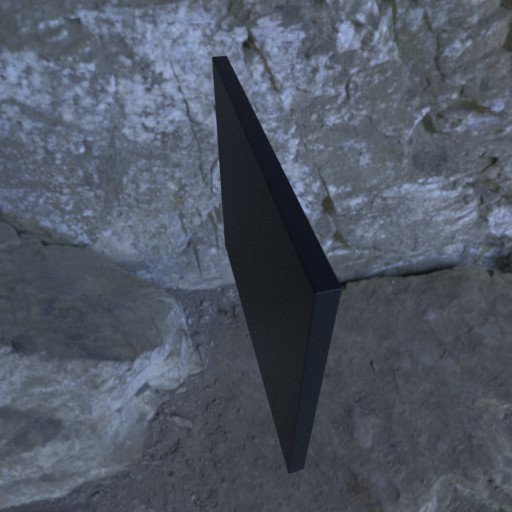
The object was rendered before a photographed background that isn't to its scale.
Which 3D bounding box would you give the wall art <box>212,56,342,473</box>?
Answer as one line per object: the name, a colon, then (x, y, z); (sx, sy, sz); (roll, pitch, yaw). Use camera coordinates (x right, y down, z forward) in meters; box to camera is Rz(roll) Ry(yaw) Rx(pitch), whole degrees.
wall art: (0.000, 0.000, 0.752); (0.031, 0.457, 0.558); (-10, 46, -9)
